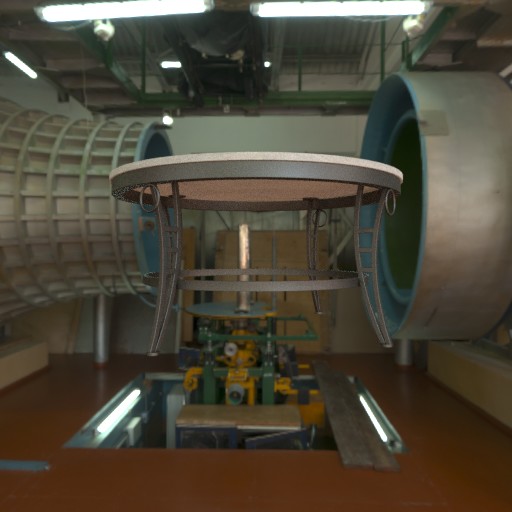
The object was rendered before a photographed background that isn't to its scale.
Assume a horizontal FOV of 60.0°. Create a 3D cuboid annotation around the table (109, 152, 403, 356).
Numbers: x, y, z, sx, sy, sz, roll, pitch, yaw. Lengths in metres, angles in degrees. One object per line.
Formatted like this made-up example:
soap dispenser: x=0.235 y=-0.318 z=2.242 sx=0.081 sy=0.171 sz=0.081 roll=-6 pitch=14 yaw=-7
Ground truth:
table: x=0.000 y=0.000 z=1.418 sx=0.889 sy=0.470 sz=0.889 roll=0 pitch=1 yaw=0
